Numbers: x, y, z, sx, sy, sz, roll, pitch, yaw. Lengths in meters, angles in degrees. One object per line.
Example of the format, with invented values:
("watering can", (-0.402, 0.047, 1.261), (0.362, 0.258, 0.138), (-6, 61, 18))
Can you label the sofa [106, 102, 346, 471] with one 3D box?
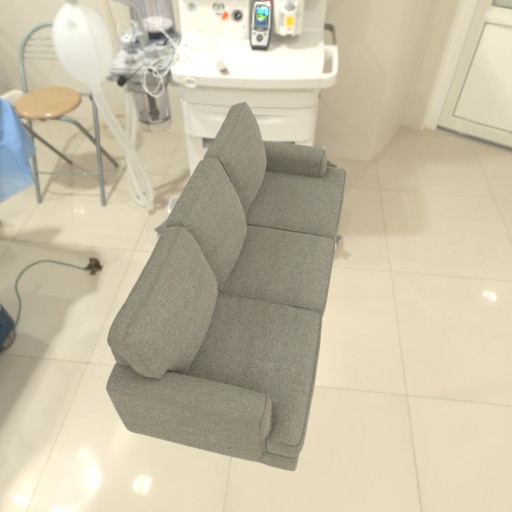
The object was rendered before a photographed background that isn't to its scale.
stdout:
("sofa", (0.000, 0.000, 2.725), (0.951, 0.965, 2.158), (10, 48, 9))
